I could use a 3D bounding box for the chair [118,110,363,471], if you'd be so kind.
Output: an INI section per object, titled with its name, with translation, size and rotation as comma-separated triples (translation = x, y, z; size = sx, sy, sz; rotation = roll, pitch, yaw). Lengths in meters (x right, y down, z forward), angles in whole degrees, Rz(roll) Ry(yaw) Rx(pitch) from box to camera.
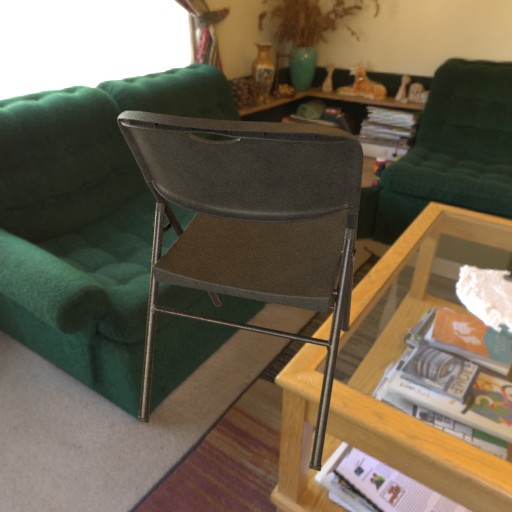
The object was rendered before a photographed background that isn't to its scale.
[chair]
translation = 0.000, 0.000, 1.132
size = 0.494, 0.810, 0.566
rotation = 9, 32, 15
